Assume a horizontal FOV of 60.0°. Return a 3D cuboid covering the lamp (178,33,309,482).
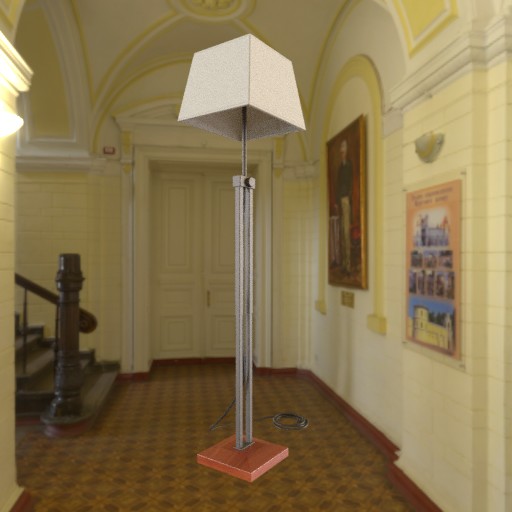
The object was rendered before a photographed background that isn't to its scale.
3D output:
[{"bbox_3d":[0.000,0.000,2.031,0.472,1.712,0.745,0,0,36],"label":"lamp"}]
